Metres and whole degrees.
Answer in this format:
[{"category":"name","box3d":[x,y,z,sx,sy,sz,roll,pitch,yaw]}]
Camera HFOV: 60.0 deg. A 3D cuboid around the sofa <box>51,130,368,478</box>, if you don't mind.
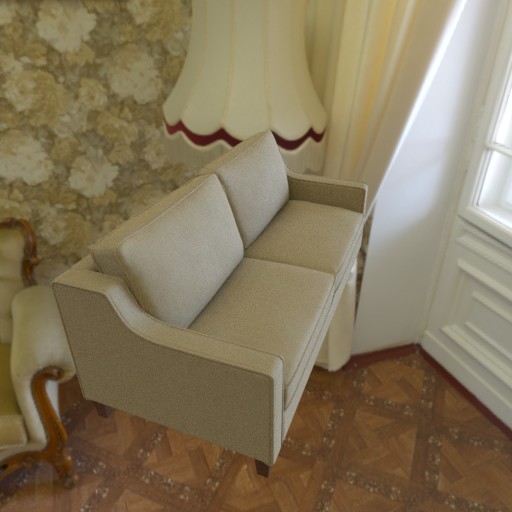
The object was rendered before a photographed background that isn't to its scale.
[{"category":"sofa","box3d":[0.000,0.000,2.796,1.066,1.071,2.178,11,32,19]}]
